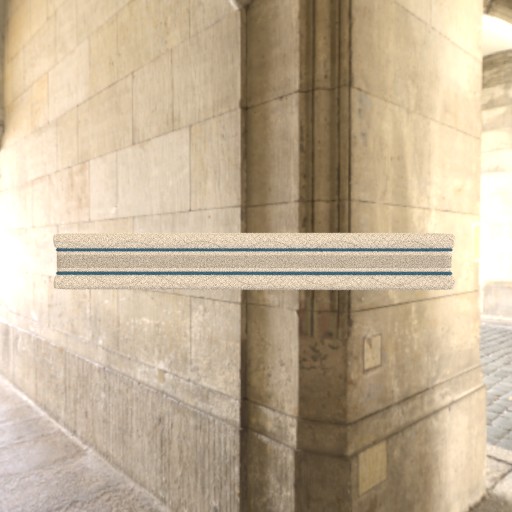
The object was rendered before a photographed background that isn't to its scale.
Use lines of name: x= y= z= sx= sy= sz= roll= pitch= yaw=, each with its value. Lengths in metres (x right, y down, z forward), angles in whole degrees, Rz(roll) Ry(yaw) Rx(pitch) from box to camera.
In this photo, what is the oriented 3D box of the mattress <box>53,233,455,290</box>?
mattress: x=0.000 y=0.000 z=2.757 sx=1.600 sy=0.230 sz=2.000 roll=0 pitch=1 yaw=1
